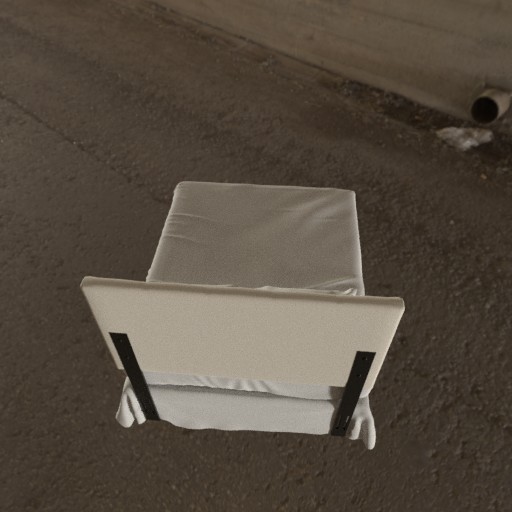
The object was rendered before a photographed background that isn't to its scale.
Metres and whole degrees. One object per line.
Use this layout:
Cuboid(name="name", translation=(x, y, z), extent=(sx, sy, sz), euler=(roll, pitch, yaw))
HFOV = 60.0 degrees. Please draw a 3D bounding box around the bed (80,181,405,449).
Cuboid(name="bed", translation=(0.000, 0.000, 3.446), extent=(1.936, 1.577, 2.222), euler=(4, 47, 3))
